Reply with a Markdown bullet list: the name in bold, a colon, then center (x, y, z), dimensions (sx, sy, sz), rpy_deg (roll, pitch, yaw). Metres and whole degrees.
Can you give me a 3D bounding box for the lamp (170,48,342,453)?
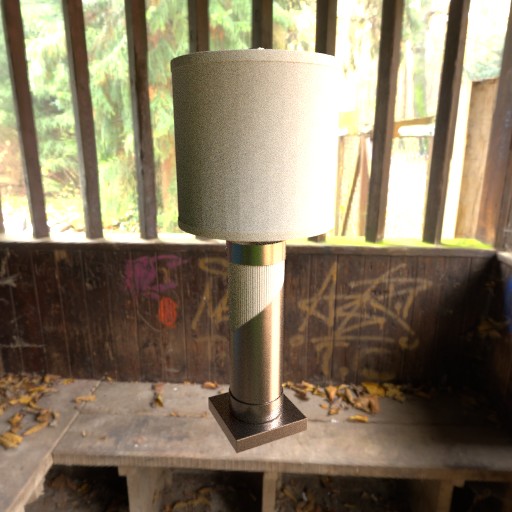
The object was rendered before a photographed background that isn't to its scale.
- **lamp**: center (0.000, 0.000, 0.596), dimensions (0.202, 0.509, 0.202), rpy_deg (-8, 18, -25)
